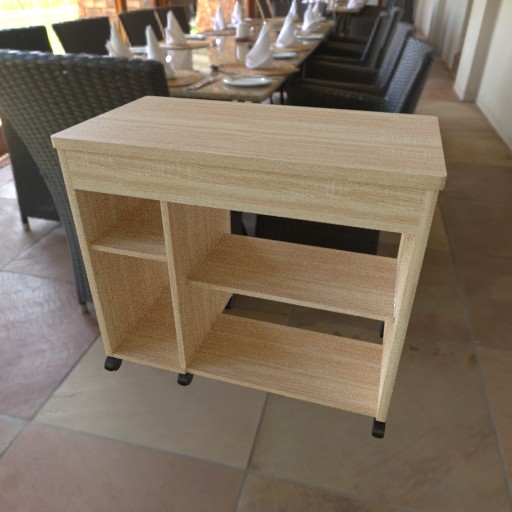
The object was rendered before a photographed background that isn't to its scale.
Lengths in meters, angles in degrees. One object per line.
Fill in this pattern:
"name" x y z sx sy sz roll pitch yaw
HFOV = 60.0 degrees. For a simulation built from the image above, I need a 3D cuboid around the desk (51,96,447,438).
"desk" 0.000 0.000 1.321 0.884 0.770 0.480 9 33 14
